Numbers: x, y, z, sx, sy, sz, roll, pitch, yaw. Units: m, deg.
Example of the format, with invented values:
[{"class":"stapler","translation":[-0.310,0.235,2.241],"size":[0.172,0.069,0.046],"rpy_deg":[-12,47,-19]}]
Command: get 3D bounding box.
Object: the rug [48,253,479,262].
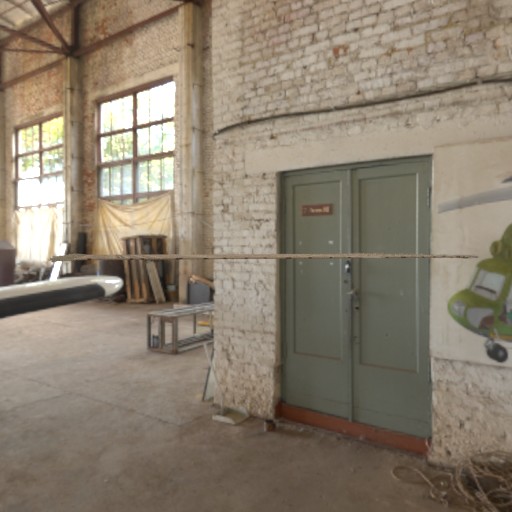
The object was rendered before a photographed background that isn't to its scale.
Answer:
[{"class":"rug","translation":[0.000,0.000,2.521],"size":[2.023,0.028,1.224],"rpy_deg":[0,1,-18]}]
